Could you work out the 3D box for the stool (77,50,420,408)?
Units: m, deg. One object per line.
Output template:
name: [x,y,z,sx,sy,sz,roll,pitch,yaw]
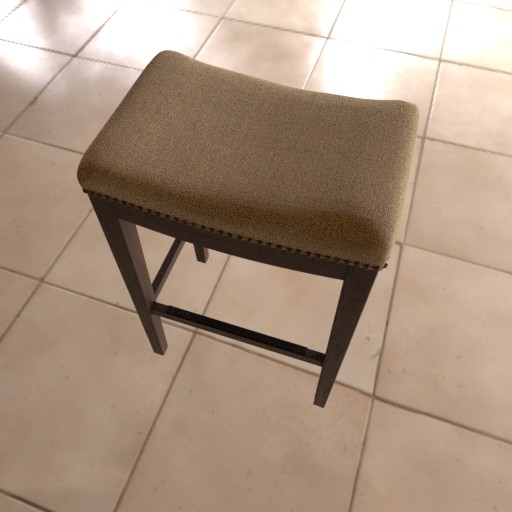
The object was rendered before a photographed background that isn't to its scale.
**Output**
stool: [0.000,0.000,1.024,0.509,0.768,0.363,15,59,10]
